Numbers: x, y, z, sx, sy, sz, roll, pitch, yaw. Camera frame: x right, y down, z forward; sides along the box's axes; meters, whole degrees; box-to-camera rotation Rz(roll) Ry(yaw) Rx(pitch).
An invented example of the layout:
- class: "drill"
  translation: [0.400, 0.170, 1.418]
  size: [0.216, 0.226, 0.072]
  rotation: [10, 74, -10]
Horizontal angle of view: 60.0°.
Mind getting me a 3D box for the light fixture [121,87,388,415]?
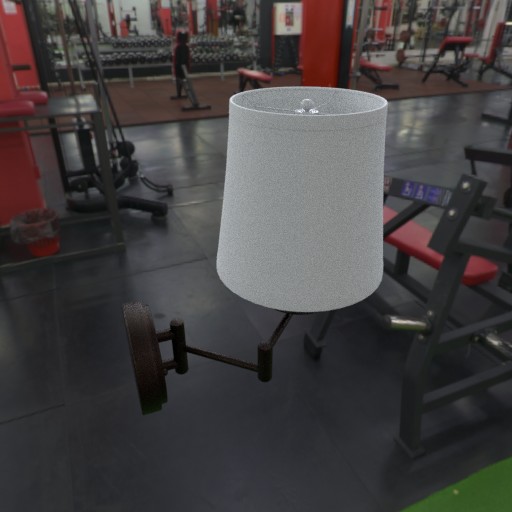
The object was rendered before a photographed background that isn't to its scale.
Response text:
- class: "light fixture"
  translation: [0.000, 0.000, 0.258]
  size: [0.157, 0.172, 0.100]
  rotation: [-11, 31, -18]
